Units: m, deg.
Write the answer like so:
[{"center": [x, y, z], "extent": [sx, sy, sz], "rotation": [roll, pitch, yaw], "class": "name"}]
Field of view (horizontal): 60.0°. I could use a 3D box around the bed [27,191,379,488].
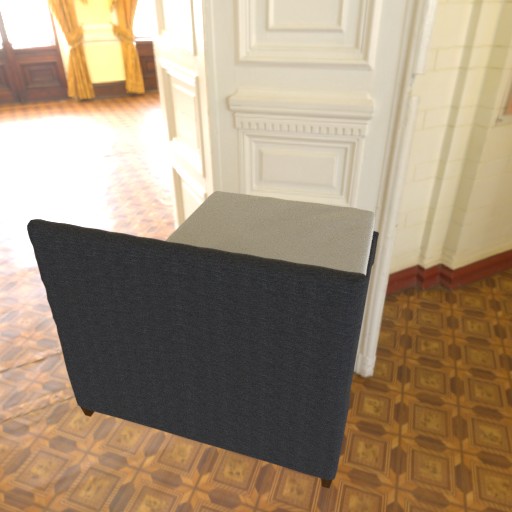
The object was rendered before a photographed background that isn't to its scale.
[{"center": [0.000, 0.000, 3.300], "extent": [1.698, 1.427, 2.387], "rotation": [10, 33, 15], "class": "bed"}]
